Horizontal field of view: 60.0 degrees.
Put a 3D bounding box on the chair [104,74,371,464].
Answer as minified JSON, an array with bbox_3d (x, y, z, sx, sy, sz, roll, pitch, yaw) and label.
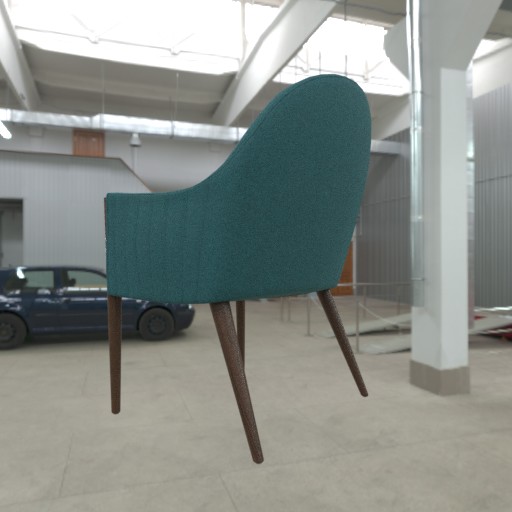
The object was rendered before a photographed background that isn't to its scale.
[{"bbox_3d":[0.000,0.000,1.336,0.652,0.907,0.656,0,0,37],"label":"chair"}]
